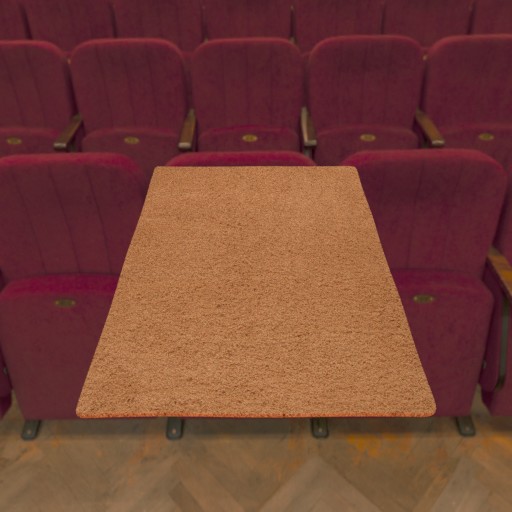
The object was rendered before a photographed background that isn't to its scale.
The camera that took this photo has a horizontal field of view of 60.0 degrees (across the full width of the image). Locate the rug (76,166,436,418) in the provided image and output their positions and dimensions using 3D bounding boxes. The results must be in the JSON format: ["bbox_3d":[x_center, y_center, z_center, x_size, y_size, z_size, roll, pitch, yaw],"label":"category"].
[{"bbox_3d":[0.000,0.000,2.061,1.199,0.025,1.600,0,41,0],"label":"rug"}]
